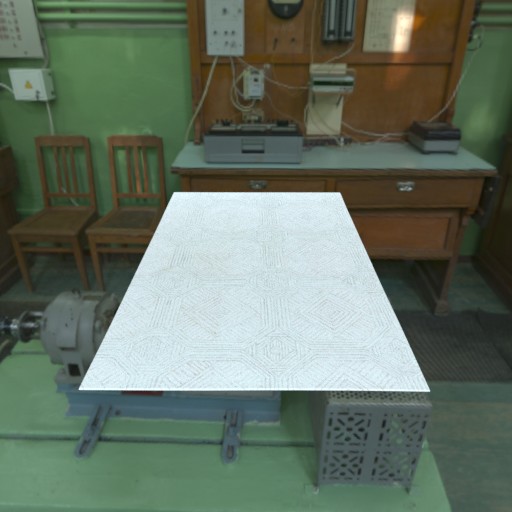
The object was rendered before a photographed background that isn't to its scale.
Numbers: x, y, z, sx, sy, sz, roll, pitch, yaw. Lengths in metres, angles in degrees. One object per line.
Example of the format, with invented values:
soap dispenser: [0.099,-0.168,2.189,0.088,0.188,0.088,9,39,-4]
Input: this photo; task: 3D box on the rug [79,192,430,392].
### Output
rug: [0.000,0.000,2.990,1.524,0.008,2.440,0,28,0]
